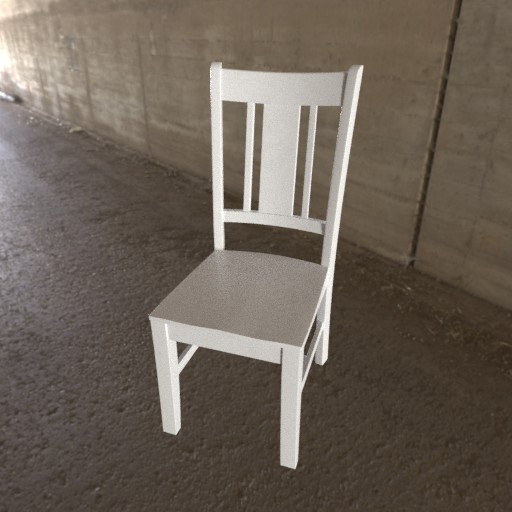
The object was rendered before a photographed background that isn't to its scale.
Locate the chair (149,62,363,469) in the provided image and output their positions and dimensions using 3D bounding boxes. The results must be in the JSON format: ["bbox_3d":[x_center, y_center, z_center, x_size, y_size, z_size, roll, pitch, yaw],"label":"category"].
[{"bbox_3d":[0.000,0.000,1.284,0.450,0.998,0.555,9,28,16],"label":"chair"}]
